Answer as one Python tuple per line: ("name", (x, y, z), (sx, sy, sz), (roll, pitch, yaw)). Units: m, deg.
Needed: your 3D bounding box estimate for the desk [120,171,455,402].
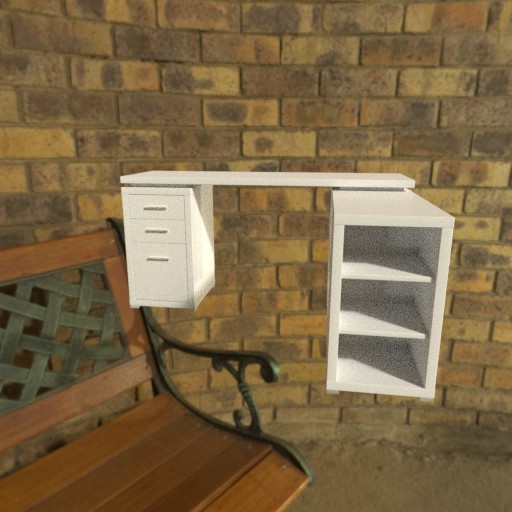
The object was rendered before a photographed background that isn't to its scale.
("desk", (0.000, 0.000, 2.237), (1.524, 0.753, 1.200), (2, 15, 9))
